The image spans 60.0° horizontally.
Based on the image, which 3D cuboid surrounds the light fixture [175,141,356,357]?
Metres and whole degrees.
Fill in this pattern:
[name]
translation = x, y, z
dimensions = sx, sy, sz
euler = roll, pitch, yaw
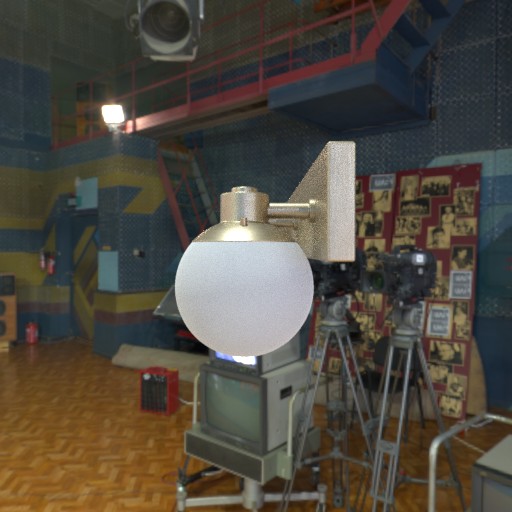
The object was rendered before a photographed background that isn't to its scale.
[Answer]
[light fixture]
translation = 0.000, 0.000, 0.847
dimensions = 0.218, 0.263, 0.721
euler = 0, 1, 0
